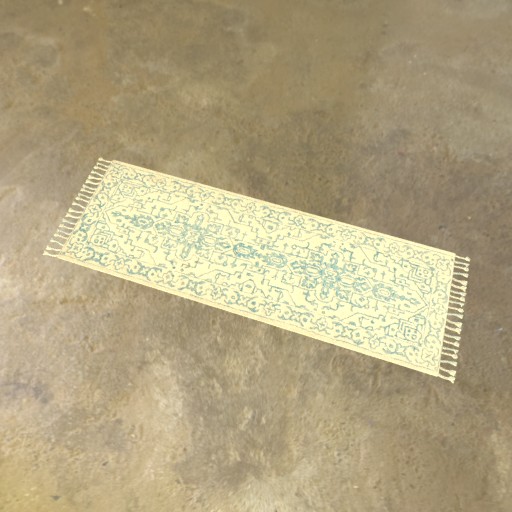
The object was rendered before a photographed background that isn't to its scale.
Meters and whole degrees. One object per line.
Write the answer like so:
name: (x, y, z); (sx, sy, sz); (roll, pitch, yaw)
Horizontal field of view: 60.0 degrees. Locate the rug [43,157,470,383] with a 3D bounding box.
rug: (0.000, 0.000, 2.653); (2.449, 0.011, 0.774); (16, 65, 8)
